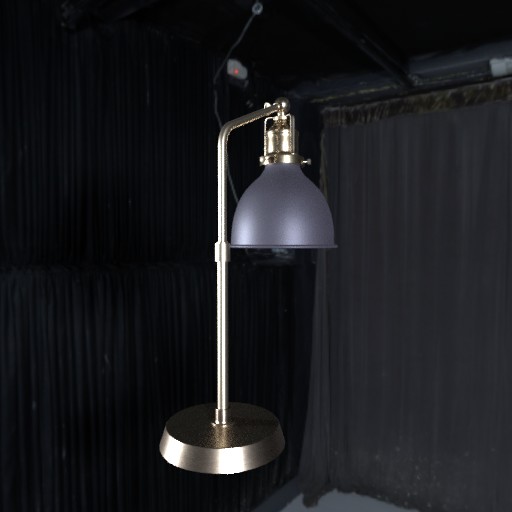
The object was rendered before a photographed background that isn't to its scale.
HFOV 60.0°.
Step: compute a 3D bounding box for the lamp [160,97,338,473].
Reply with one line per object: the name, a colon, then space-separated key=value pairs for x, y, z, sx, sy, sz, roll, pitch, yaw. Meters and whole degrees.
lamp: x=0.000 y=0.000 z=0.597 sx=0.160 sy=0.456 sz=0.291 roll=1 pitch=2 yaw=36
